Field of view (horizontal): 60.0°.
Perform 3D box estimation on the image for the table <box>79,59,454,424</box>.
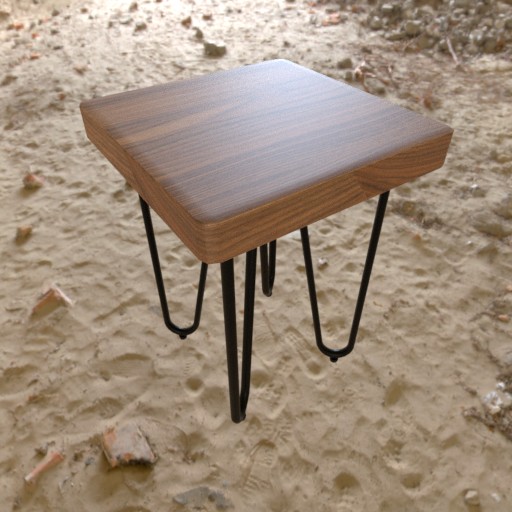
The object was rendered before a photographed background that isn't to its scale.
[{"bbox_3d":[0.000,0.000,0.977,0.480,0.641,0.479,-24,46,-26],"label":"table"}]
